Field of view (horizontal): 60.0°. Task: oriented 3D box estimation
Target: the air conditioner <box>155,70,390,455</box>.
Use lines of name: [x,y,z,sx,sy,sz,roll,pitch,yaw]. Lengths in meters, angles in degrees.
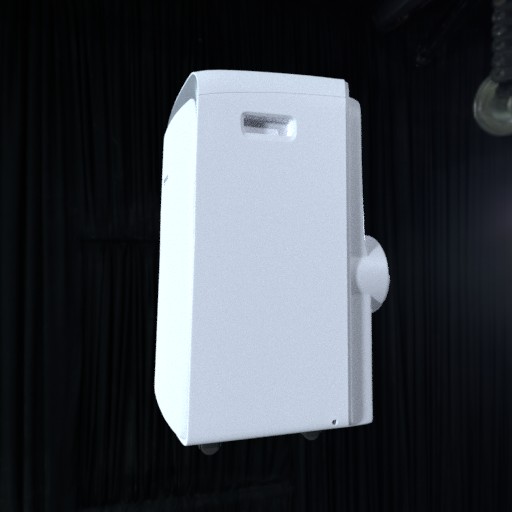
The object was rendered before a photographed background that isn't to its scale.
air conditioner: [0.000,0.000,1.079,0.467,0.765,0.478,0,0,-19]
